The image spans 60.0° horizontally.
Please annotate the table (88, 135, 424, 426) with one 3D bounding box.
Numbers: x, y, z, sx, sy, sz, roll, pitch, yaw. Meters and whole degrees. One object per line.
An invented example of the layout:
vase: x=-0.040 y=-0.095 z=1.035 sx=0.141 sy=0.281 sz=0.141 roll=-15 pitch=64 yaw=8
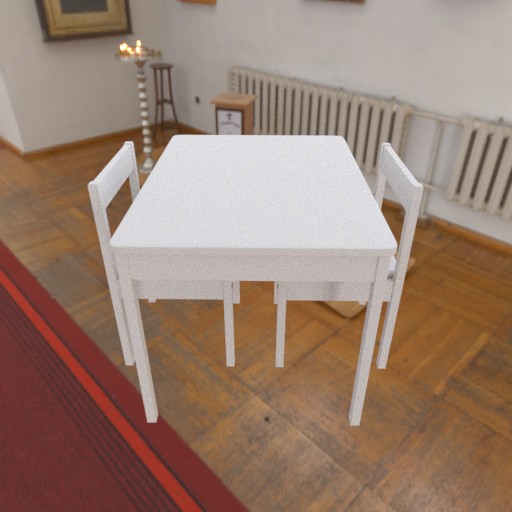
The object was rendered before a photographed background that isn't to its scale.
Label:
table: x=0.000 y=0.000 z=1.133 sx=0.672 sy=0.503 sz=0.650 roll=1 pitch=32 yaw=1
